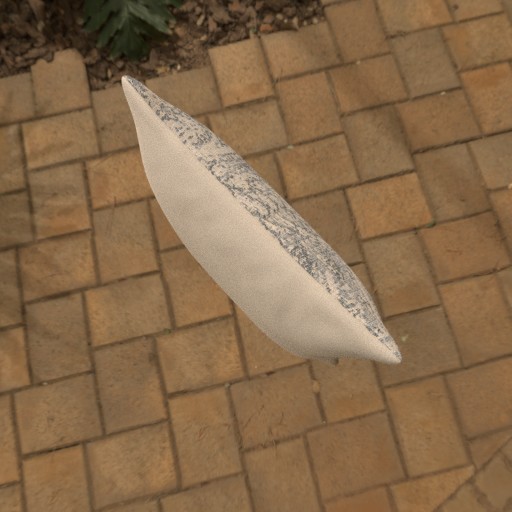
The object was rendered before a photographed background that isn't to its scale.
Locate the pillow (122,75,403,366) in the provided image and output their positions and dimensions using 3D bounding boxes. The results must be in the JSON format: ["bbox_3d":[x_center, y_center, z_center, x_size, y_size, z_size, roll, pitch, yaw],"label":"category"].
[{"bbox_3d":[0.000,0.000,0.801,0.166,0.510,0.523,-42,80,-9],"label":"pillow"}]
